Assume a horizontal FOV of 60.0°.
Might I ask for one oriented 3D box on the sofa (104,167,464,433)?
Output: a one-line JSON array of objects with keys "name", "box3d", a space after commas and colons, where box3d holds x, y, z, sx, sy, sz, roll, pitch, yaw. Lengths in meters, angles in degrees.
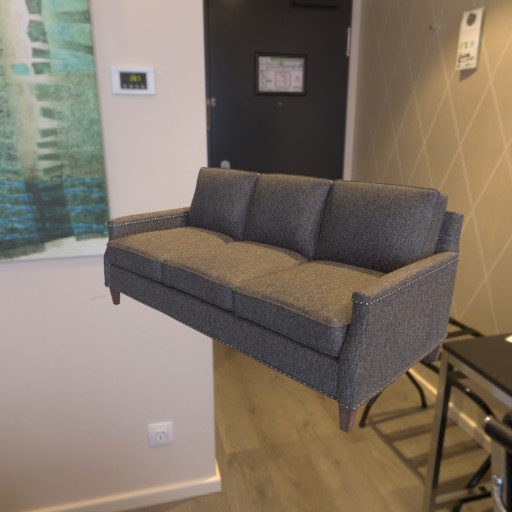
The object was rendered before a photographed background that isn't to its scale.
[{"name": "sofa", "box3d": [0.000, 0.000, 2.890, 1.084, 1.003, 2.246, -15, 22, -43]}]
